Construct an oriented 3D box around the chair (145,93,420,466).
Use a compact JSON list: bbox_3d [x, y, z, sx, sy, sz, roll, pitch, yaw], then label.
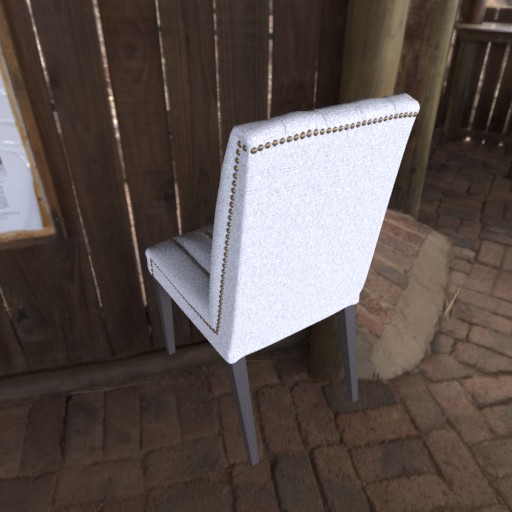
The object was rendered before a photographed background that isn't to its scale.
[{"bbox_3d":[0.000,0.000,1.375,0.511,1.016,0.647,-20,37,-29],"label":"chair"}]
